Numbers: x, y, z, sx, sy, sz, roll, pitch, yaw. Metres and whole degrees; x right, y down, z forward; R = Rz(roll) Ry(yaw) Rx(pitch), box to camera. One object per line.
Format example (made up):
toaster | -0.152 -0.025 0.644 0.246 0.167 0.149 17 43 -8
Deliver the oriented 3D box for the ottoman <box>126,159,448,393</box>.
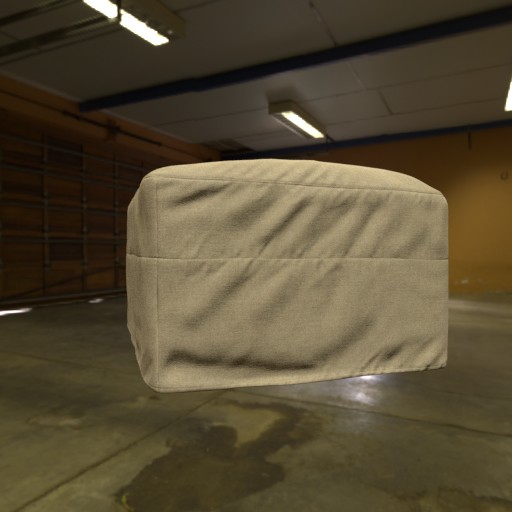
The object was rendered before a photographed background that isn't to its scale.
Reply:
ottoman | 0.000 0.000 1.252 0.683 0.481 0.837 0 1 -19
